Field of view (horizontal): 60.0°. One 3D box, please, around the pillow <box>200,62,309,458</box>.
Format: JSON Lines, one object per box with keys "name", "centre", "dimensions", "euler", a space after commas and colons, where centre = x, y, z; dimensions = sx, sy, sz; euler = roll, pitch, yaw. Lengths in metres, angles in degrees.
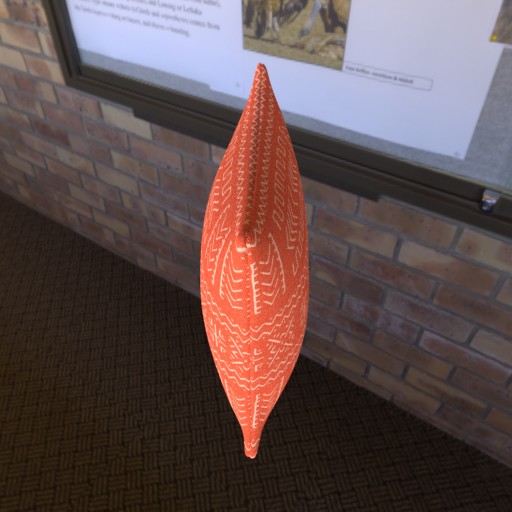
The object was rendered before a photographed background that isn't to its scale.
{"name": "pillow", "centre": [0.000, 0.000, 0.677], "dimensions": [0.164, 0.429, 0.438], "euler": [2, 42, 2]}
